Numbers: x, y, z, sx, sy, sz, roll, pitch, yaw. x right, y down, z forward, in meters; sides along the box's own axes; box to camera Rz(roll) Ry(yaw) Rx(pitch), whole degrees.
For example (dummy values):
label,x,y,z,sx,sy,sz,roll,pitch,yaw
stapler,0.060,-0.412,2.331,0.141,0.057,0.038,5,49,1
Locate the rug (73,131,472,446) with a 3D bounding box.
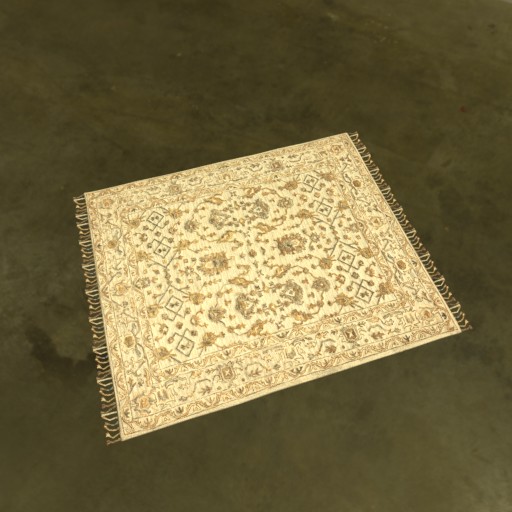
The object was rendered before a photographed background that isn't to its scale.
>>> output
label,x,y,z,sx,sy,sz,roll,pitch,yaw
rug,0.000,0.000,4.044,3.061,0.034,2.426,-15,60,-9
